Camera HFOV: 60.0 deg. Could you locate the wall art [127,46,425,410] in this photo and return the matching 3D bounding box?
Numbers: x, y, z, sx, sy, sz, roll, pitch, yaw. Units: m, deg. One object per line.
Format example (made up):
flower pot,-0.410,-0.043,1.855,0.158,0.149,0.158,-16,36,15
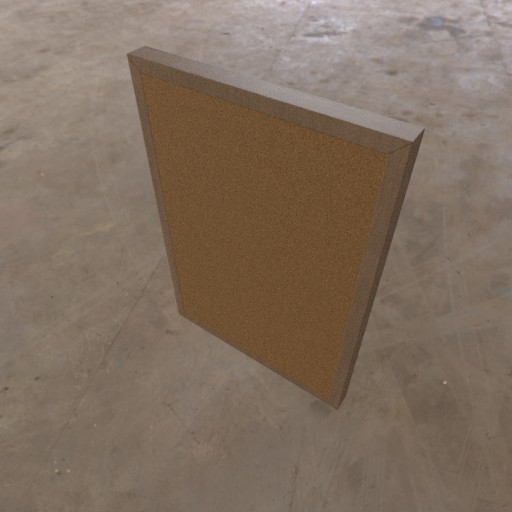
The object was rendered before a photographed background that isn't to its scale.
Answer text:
wall art,0.000,0.000,0.648,0.356,0.509,0.031,26,51,24
